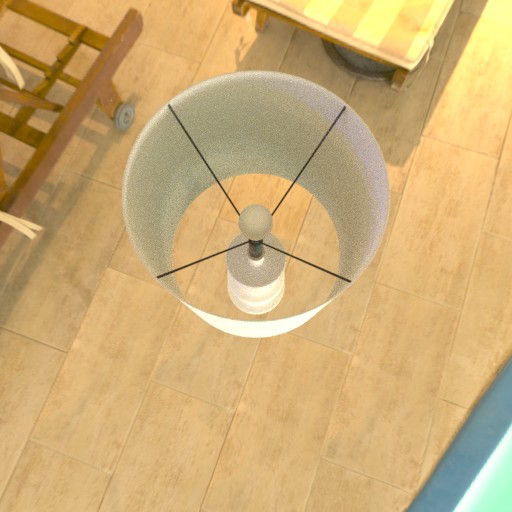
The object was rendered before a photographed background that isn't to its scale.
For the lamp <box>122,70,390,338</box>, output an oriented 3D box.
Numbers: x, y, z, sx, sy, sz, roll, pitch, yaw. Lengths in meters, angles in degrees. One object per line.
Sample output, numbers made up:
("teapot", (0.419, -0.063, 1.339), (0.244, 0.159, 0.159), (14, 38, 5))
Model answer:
("lamp", (0.000, 0.000, 0.566), (0.208, 0.455, 0.208), (25, 78, 6))
